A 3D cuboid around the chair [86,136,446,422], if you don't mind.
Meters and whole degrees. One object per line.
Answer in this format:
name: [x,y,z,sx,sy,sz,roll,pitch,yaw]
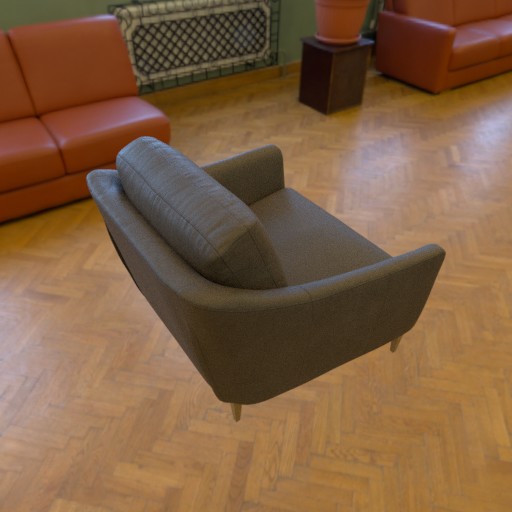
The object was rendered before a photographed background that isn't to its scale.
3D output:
chair: [0.000,0.000,1.710,0.961,0.901,0.988,-25,46,-26]
